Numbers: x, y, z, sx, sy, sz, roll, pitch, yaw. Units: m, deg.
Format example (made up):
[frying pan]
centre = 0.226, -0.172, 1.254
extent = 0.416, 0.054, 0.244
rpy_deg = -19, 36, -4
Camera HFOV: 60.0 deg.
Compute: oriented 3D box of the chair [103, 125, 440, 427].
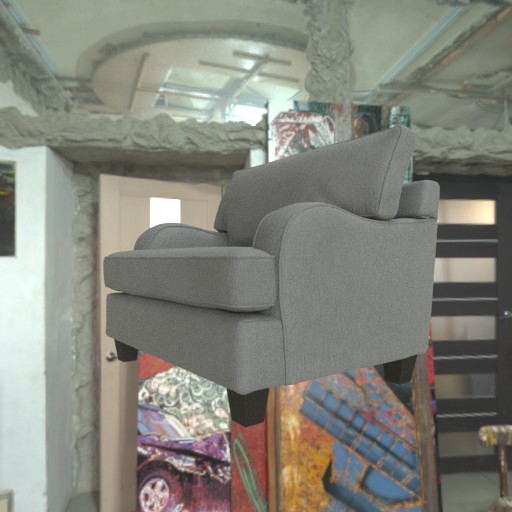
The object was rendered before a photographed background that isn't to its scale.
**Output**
[chair]
centre = 0.000, 0.000, 2.003
extent = 1.041, 1.016, 1.220
rpy_deg = 0, 0, -36
